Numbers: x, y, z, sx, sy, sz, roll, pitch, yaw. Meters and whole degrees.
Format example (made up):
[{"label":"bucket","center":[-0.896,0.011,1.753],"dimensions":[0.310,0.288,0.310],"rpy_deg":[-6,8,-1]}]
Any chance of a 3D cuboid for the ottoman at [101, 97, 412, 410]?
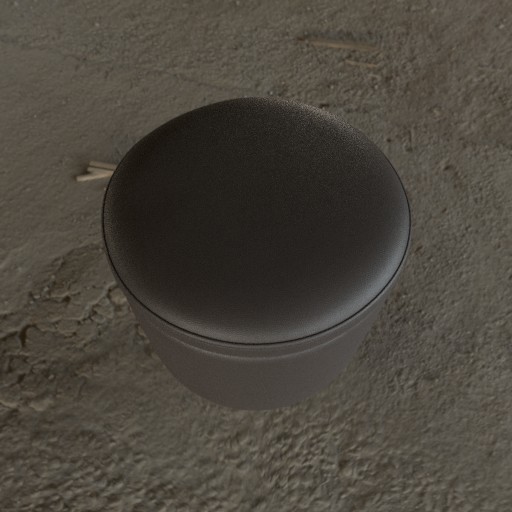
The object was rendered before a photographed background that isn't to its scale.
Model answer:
[{"label":"ottoman","center":[0.000,0.000,0.857],"dimensions":[0.500,0.409,0.500],"rpy_deg":[0,58,0]}]
